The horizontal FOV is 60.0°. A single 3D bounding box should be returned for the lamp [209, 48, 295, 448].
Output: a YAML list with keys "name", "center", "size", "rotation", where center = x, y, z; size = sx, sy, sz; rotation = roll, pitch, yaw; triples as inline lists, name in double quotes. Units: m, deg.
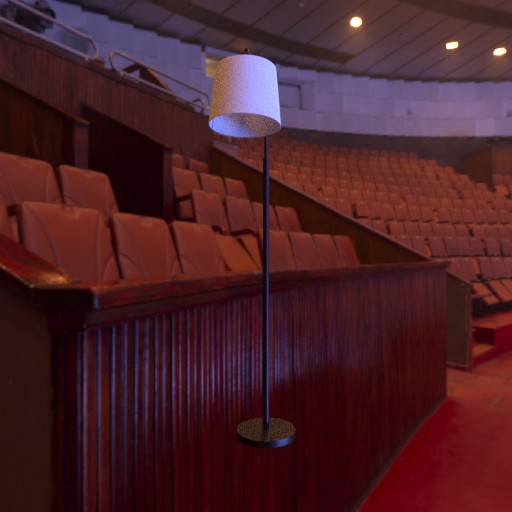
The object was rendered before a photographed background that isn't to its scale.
- name: "lamp"
  center: [0.000, 0.000, 1.691]
  size: [0.254, 1.478, 0.508]
  rotation: [0, 1, 18]
